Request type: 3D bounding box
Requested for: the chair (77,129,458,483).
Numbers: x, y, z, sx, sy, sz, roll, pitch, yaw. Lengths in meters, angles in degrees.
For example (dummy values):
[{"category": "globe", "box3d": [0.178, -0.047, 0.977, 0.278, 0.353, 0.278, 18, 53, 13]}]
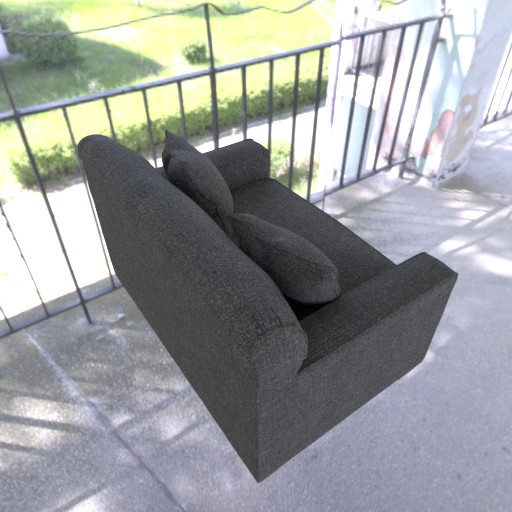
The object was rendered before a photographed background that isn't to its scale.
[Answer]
[{"category": "chair", "box3d": [0.000, 0.000, 1.999, 1.000, 0.948, 1.383, -25, 47, -26]}]
